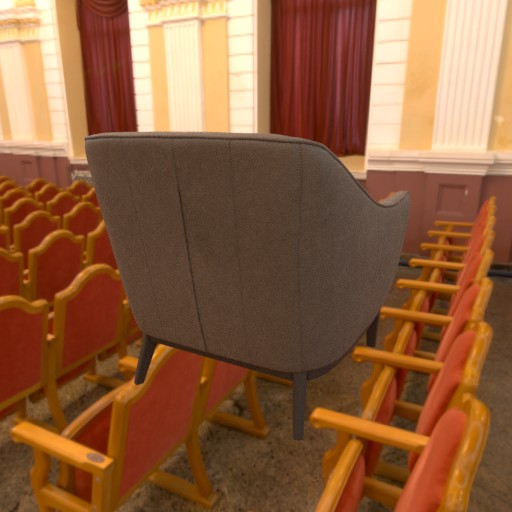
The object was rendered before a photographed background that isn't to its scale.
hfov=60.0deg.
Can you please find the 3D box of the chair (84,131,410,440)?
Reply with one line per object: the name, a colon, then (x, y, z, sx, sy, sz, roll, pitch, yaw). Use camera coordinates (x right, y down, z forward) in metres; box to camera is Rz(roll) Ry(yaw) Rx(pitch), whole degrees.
chair: (0.000, 0.000, 1.521, 0.871, 0.830, 0.852, 9, 18, 27)
